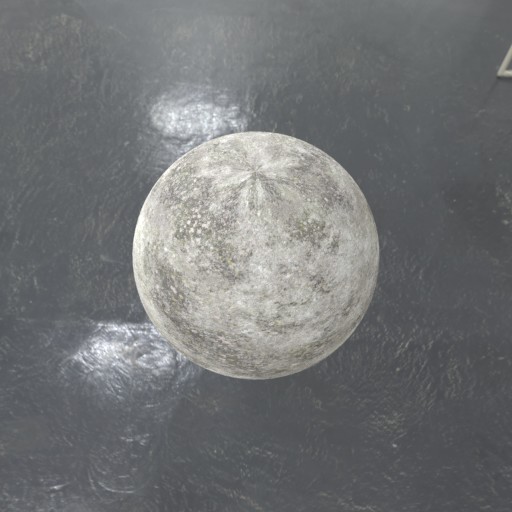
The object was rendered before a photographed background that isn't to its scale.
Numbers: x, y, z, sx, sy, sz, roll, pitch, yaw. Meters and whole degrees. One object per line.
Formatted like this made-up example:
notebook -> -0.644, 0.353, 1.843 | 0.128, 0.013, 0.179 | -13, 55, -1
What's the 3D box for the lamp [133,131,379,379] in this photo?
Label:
lamp -> 0.000, 0.000, 0.787 | 0.422, 0.429, 0.422 | 0, 57, 0
